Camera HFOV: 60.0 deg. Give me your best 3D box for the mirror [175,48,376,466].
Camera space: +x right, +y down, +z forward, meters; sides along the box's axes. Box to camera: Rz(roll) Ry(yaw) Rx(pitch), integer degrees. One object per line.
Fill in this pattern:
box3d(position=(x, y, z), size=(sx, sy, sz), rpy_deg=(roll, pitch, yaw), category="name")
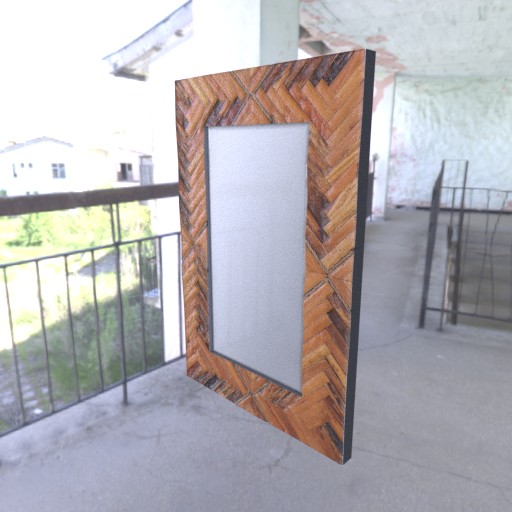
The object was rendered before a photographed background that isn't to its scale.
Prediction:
box3d(position=(0.000, 0.000, 1.156), size=(0.606, 0.912, 0.044), rpy_deg=(13, 19, 43), category="mirror")
